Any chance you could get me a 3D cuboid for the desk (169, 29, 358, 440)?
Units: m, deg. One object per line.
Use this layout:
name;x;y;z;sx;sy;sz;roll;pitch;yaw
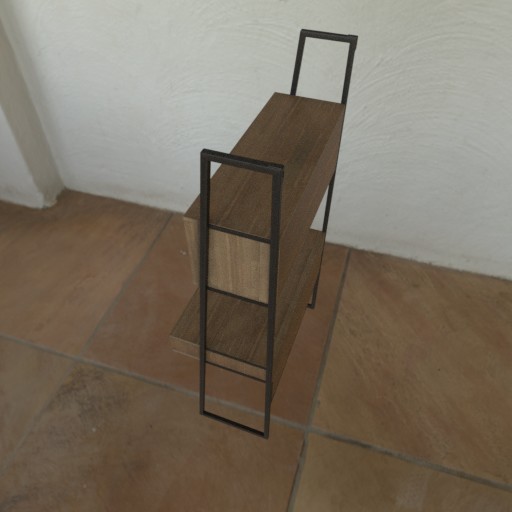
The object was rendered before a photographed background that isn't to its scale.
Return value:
desk;0.000;0.000;2.186;0.515;1.809;0.982;15;48;14
